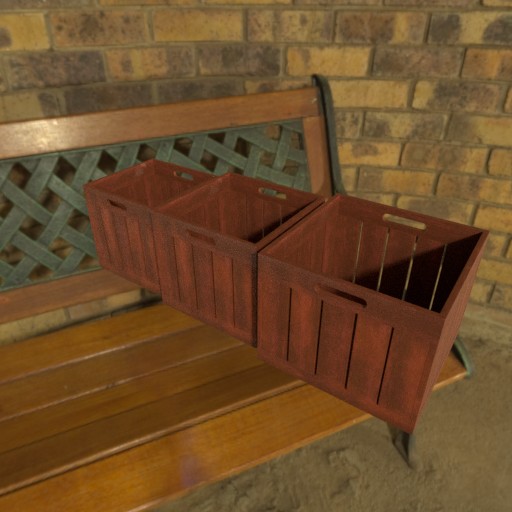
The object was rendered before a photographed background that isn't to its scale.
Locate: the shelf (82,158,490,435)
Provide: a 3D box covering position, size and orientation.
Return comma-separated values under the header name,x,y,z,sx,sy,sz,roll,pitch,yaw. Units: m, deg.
name,x,y,z,sx,sy,sz,roll,pitch,yaw
shelf,0.000,0.000,1.241,1.064,0.311,0.393,20,37,29
